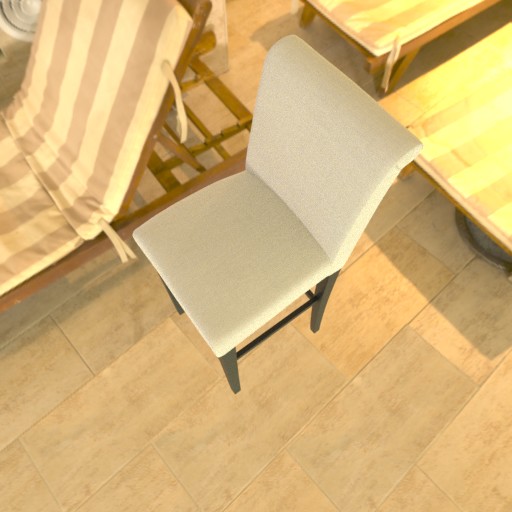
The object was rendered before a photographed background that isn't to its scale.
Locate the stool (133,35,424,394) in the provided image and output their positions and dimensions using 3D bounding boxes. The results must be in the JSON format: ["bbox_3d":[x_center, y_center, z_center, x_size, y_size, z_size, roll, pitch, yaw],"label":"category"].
[{"bbox_3d":[0.000,0.000,1.447,0.597,1.124,0.452,-33,68,-16],"label":"stool"}]
